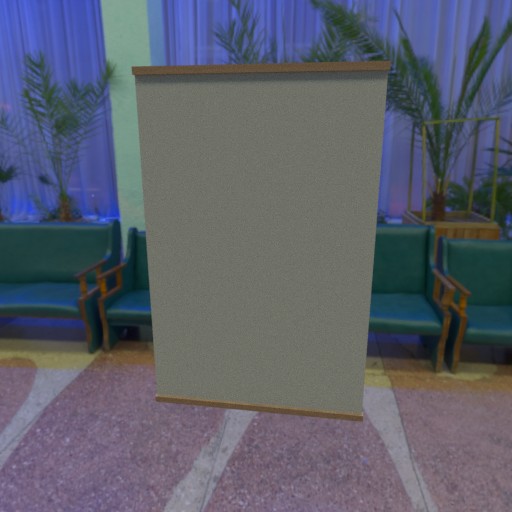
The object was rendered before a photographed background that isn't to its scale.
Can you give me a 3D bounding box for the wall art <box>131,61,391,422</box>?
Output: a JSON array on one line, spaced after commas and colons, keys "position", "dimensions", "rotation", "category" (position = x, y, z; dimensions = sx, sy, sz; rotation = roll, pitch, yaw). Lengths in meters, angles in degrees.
[{"position": [0.000, 0.000, 1.899], "dimensions": [0.990, 1.519, 0.030], "rotation": [3, 16, 9], "category": "wall art"}]
